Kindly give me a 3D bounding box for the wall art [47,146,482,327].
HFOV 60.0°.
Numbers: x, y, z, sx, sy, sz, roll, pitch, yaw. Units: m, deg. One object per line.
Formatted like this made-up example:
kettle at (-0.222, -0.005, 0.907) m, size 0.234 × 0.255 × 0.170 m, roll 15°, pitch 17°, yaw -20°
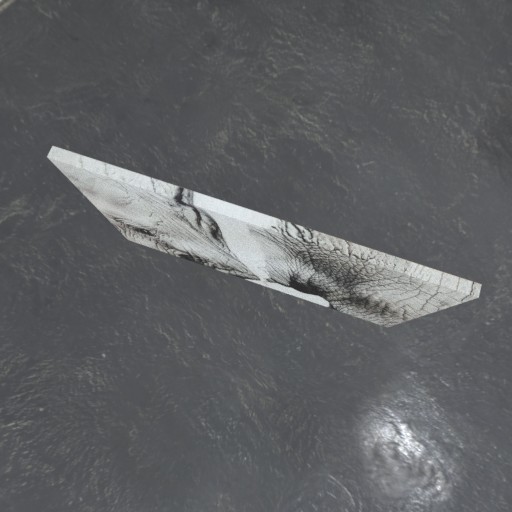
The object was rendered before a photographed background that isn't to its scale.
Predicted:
wall art at (0.000, 0.000, 1.479) m, size 1.141 × 0.758 × 0.035 m, roll 18°, pitch 76°, yaw 5°
